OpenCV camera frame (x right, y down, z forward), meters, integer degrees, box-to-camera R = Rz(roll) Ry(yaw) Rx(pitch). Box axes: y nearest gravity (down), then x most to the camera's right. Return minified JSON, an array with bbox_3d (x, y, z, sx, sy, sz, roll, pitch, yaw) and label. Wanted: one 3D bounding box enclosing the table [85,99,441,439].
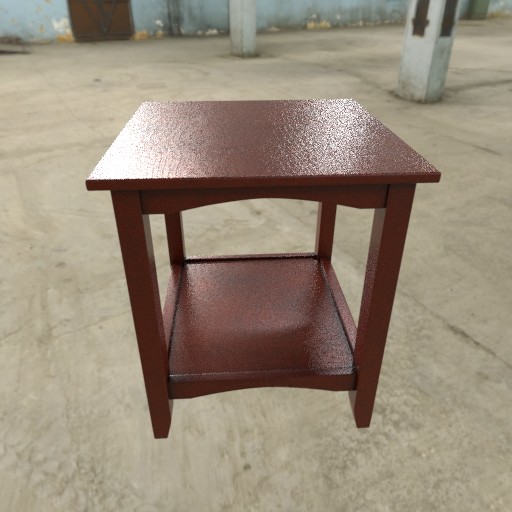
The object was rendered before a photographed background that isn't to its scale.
[{"bbox_3d":[0.000,0.000,0.976,0.522,0.558,0.523,-1,31,-1],"label":"table"}]
